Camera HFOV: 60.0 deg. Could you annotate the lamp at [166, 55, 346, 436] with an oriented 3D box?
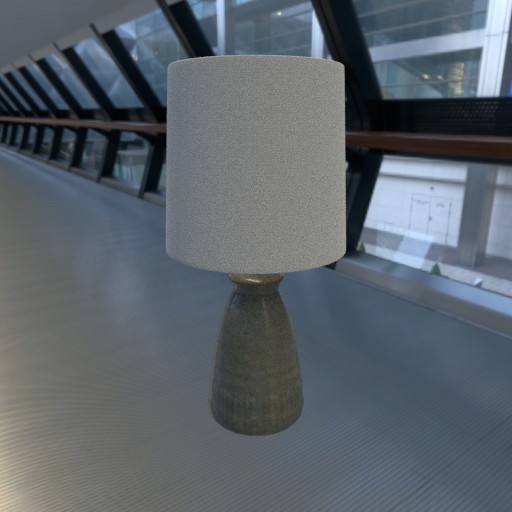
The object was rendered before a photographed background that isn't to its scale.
[{"bbox_3d":[0.000,0.000,0.470,0.186,0.369,0.186,0,16,0],"label":"lamp"}]
